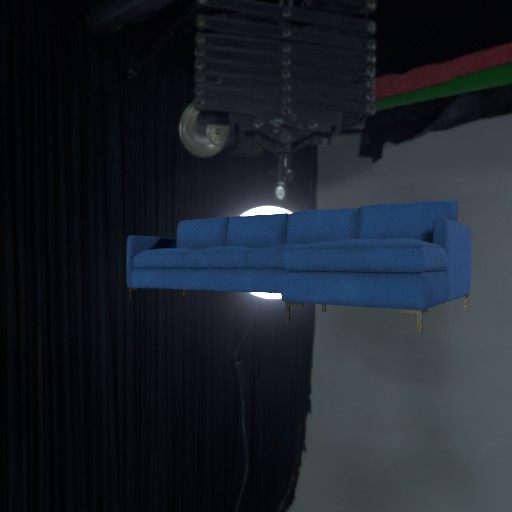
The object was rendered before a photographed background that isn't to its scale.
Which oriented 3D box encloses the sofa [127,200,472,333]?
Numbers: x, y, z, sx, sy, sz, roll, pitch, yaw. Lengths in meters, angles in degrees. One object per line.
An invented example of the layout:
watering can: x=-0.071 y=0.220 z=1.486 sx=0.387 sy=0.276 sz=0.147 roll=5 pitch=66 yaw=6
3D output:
sofa: x=0.000 y=0.000 z=3.497 sx=2.932 sy=0.810 sz=1.350 roll=-1 pitch=-1 yaw=35
